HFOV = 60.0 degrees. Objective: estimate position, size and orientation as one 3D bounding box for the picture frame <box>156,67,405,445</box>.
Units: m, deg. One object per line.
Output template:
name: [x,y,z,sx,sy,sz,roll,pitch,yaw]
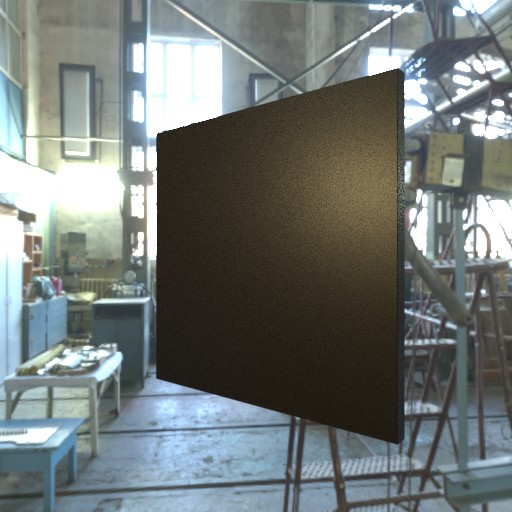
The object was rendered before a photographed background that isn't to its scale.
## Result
picture frame: [0.000,0.000,0.840,0.559,0.557,0.029,0,0,39]
